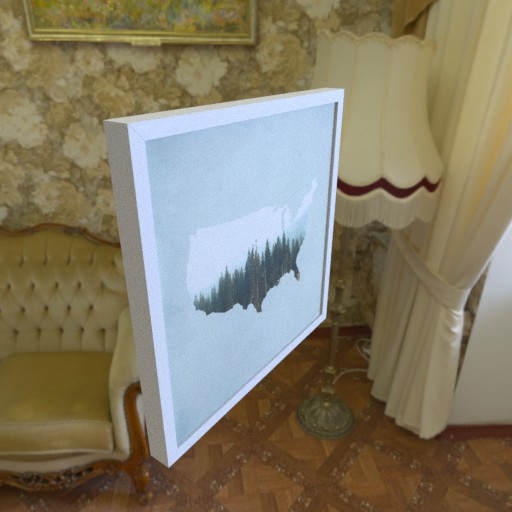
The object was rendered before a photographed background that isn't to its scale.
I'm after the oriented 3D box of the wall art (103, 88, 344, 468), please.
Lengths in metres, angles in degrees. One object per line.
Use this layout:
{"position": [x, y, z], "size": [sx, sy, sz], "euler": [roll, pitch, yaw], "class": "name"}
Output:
{"position": [0.000, 0.000, 0.457], "size": [0.024, 0.304, 0.304], "euler": [17, 30, 32], "class": "wall art"}
